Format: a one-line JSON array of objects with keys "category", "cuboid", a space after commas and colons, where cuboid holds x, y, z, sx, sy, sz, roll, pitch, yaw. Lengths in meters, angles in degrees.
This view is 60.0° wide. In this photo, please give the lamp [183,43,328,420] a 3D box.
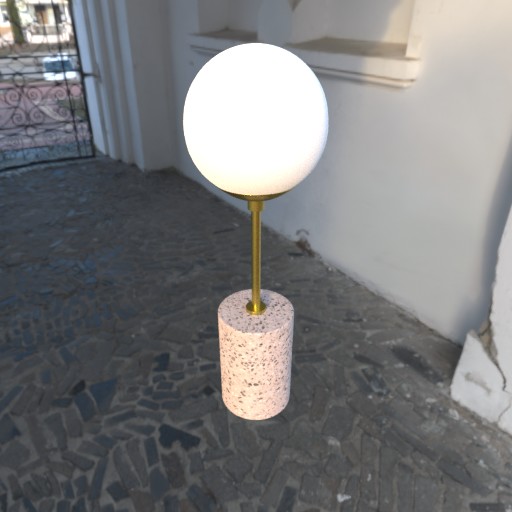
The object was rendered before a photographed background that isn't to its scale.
[{"category": "lamp", "cuboid": [0.000, 0.000, 0.554, 0.153, 0.480, 0.153, 0, 30, 0]}]
